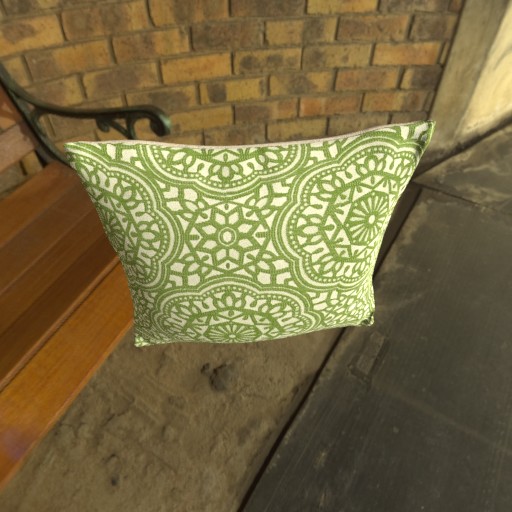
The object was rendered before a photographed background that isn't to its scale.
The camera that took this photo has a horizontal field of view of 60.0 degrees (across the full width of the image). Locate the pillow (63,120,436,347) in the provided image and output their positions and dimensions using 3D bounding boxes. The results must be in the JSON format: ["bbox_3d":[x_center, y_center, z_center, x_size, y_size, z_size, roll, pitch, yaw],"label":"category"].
[{"bbox_3d":[0.000,0.000,0.661,0.440,0.419,0.162,-5,47,-4],"label":"pillow"}]
